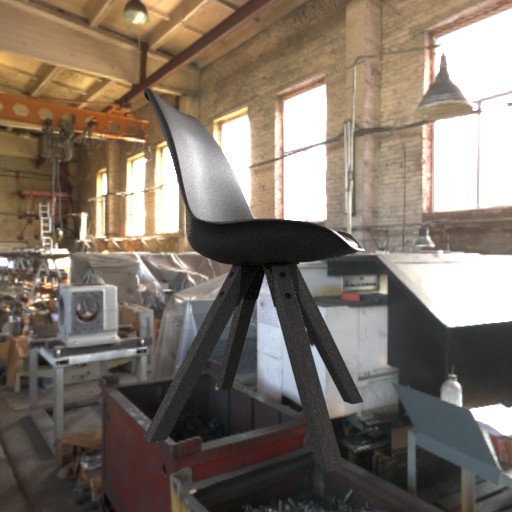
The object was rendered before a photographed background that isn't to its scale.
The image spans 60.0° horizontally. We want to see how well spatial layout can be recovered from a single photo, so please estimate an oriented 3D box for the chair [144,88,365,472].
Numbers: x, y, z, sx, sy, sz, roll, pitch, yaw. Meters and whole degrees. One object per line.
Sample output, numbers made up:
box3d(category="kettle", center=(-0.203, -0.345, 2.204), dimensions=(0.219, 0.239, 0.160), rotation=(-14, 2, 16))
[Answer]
box3d(category="chair", center=(0.000, 0.000, 1.155), dimensions=(0.550, 0.850, 0.485), rotation=(0, 1, 19))
